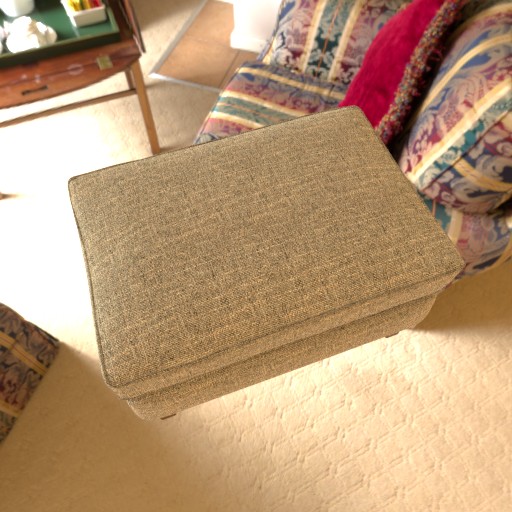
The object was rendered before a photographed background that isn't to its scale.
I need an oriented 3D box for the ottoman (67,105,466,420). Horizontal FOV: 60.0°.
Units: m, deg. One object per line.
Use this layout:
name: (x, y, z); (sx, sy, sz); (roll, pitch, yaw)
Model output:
ottoman: (0.000, 0.000, 0.989); (0.686, 0.406, 0.508); (-17, 61, -10)
